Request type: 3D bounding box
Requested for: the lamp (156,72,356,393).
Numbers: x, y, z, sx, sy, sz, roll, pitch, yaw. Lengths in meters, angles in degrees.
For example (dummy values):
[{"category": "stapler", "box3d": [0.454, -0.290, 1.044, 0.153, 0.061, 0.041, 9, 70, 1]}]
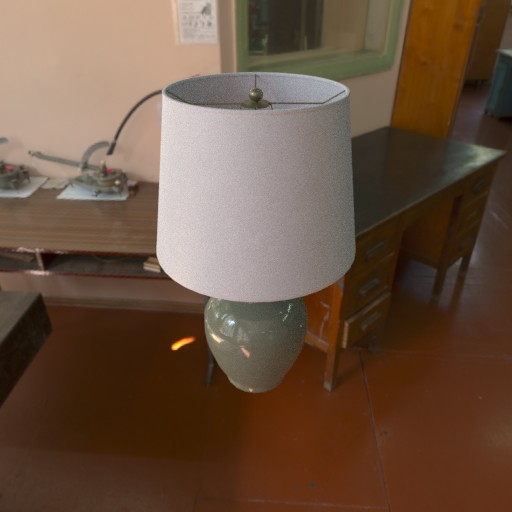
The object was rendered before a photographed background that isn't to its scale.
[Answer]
[{"category": "lamp", "box3d": [0.000, 0.000, 0.553, 0.239, 0.399, 0.239, 0, 32, 0]}]
